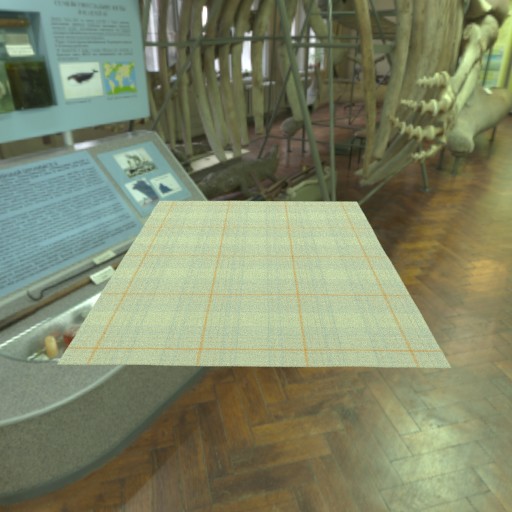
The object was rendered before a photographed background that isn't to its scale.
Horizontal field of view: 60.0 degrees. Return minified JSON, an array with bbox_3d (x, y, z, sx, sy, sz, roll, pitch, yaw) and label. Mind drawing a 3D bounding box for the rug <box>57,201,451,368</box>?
[{"bbox_3d":[0.000,0.000,4.102,2.448,0.021,3.051,0,26,1],"label":"rug"}]
